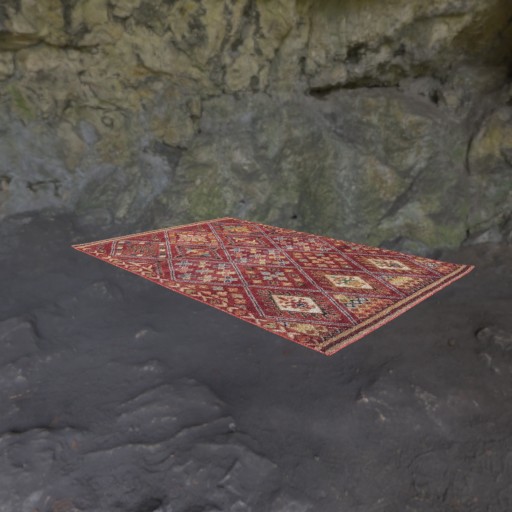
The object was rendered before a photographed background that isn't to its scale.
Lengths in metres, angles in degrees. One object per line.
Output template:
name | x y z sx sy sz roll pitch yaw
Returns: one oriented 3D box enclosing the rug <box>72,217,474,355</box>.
rug | 0.000 0.000 2.974 2.286 0.026 1.521 16 23 42
